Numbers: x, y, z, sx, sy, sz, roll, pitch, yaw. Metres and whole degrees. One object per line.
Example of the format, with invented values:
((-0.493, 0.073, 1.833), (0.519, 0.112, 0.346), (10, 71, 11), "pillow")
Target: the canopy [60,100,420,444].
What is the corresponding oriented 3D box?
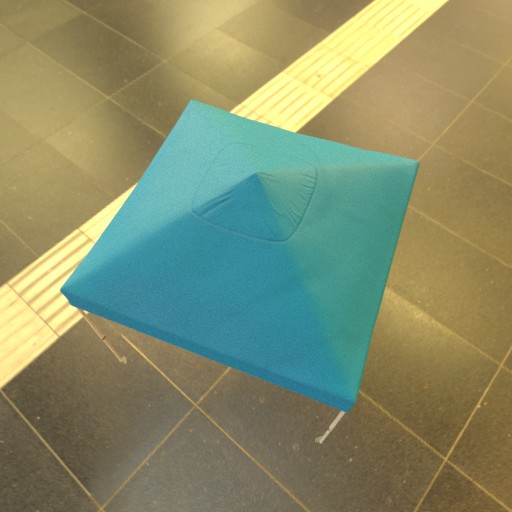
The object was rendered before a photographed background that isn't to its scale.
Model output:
((0.000, 0.000, 5.399), (2.996, 2.997, 2.998), (18, 61, 11), "canopy")
